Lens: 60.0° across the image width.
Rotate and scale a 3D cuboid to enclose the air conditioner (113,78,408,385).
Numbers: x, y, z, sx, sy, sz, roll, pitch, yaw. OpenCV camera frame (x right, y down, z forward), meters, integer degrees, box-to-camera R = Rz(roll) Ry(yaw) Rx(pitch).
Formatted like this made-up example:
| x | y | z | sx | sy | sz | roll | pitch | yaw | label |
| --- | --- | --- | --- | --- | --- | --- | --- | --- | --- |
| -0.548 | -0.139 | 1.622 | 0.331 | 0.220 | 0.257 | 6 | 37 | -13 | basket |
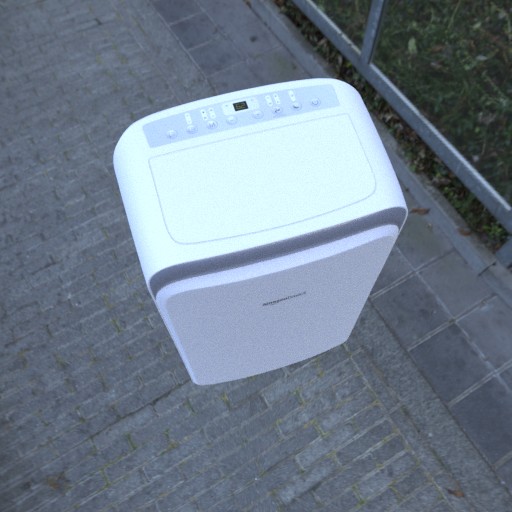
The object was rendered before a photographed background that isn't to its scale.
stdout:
| x | y | z | sx | sy | sz | roll | pitch | yaw | label |
| --- | --- | --- | --- | --- | --- | --- | --- | --- | --- |
| 0.000 | 0.000 | 0.955 | 0.454 | 0.700 | 0.365 | -15 | 64 | -7 | air conditioner |
